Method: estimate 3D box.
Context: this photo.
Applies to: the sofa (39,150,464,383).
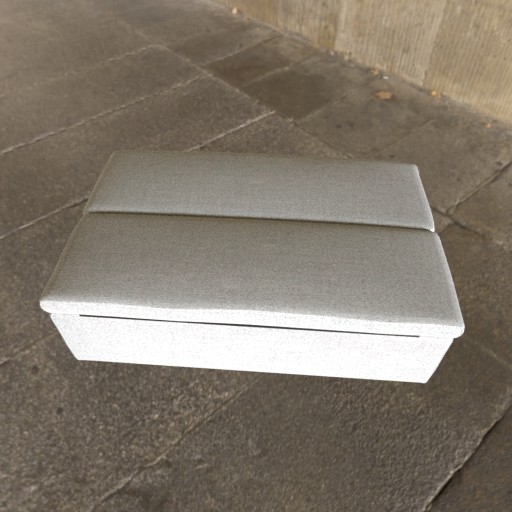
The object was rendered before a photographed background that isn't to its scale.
[{"bbox_3d":[0.000,0.000,1.673,1.250,0.434,0.817,3,47,3],"label":"sofa"}]
